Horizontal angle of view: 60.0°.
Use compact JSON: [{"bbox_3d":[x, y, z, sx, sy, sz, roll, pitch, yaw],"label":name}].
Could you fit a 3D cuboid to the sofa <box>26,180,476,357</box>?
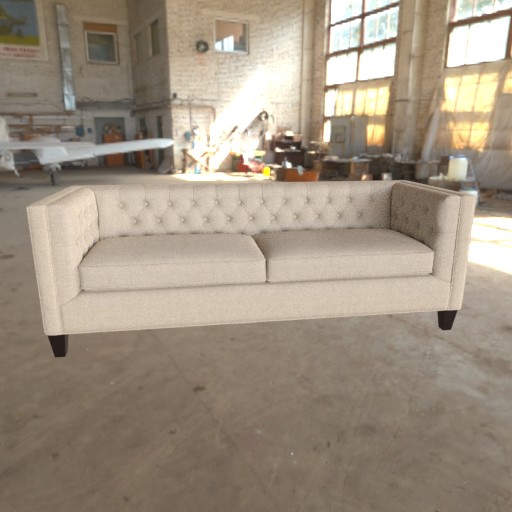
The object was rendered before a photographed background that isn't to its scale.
[{"bbox_3d":[0.000,0.000,2.558,2.159,0.762,0.775,-2,16,-8],"label":"sofa"}]
